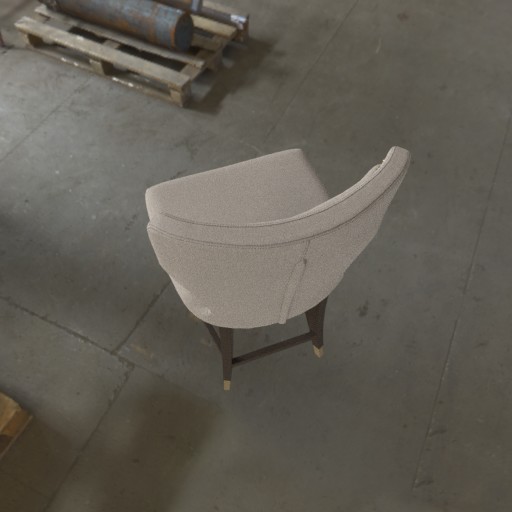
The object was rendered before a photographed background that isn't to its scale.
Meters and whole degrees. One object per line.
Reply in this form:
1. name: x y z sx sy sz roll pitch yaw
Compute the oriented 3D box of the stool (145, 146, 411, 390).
1. stool: 0.000 0.000 1.302 0.527 0.982 0.563 -17 60 -10
